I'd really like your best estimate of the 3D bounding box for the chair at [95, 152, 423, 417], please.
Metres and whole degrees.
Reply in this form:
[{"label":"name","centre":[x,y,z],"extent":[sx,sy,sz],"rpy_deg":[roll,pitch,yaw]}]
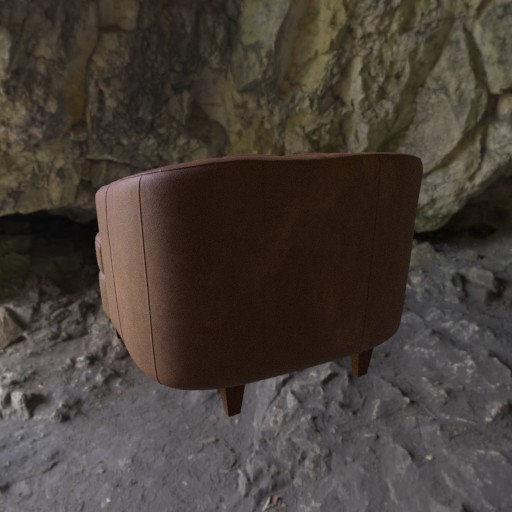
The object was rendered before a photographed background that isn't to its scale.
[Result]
[{"label":"chair","centre":[0.000,0.000,1.765],"extent":[1.119,0.836,0.911],"rpy_deg":[-8,18,-26]}]
